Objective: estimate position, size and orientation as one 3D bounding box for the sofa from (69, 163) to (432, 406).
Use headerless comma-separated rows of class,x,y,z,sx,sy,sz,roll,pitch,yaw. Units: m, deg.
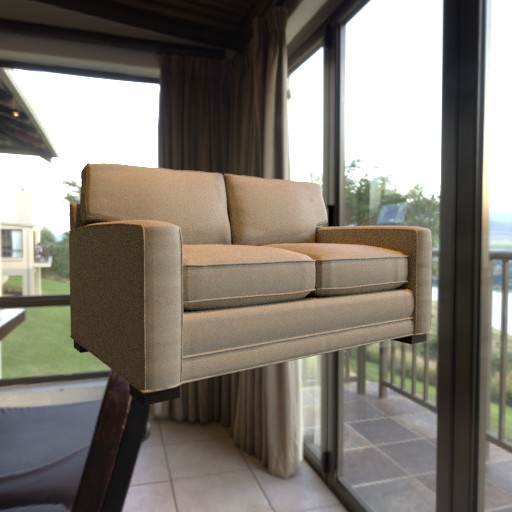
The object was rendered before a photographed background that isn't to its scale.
sofa,0.000,0.000,2.114,1.484,0.853,0.942,-2,3,-35
